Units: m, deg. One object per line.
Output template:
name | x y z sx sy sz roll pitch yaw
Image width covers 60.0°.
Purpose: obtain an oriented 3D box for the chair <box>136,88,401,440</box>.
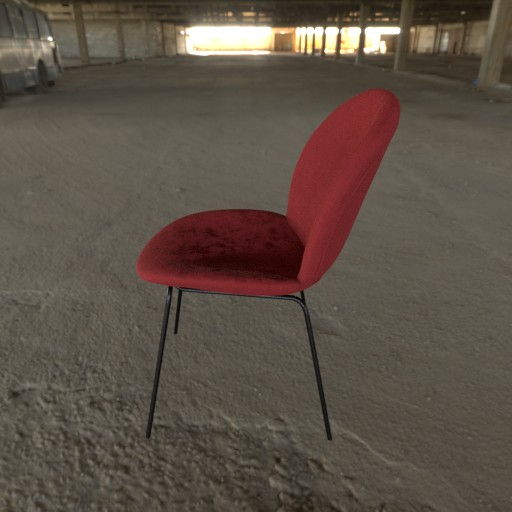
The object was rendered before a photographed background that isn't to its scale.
chair | 0.000 0.000 1.124 0.587 0.791 0.458 0 26 0
